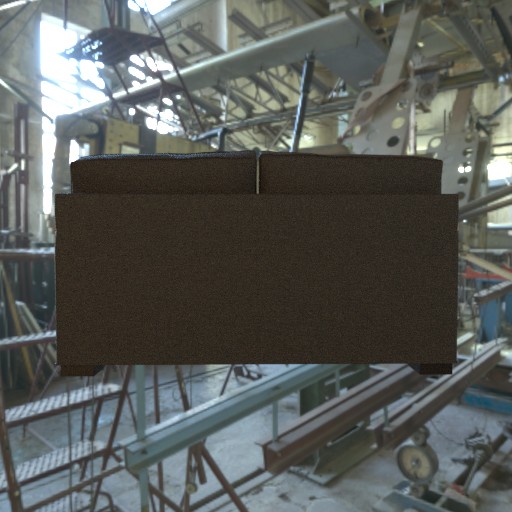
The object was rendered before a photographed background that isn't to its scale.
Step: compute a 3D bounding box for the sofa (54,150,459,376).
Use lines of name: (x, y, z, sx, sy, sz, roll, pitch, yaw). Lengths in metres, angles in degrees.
sofa: (0.000, 0.000, 2.150, 1.534, 0.887, 0.974, 0, 2, -1)
